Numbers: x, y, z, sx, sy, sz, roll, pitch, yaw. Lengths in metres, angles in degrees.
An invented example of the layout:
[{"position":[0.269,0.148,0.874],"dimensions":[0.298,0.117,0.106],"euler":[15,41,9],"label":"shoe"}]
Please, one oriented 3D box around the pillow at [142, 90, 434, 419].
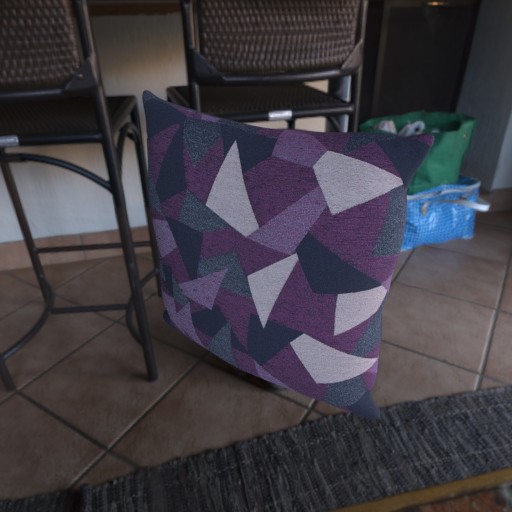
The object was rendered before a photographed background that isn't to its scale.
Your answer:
[{"position":[0.000,0.000,0.759],"dimensions":[0.503,0.496,0.208],"euler":[18,34,29],"label":"pillow"}]
